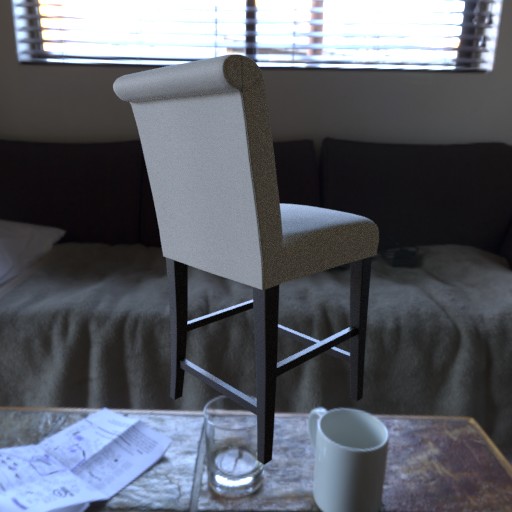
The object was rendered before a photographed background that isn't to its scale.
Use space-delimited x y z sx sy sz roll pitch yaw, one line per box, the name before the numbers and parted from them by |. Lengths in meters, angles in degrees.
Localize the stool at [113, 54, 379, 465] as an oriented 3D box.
stool | 0.000 0.000 1.290 0.597 0.976 0.452 -14 20 -42
